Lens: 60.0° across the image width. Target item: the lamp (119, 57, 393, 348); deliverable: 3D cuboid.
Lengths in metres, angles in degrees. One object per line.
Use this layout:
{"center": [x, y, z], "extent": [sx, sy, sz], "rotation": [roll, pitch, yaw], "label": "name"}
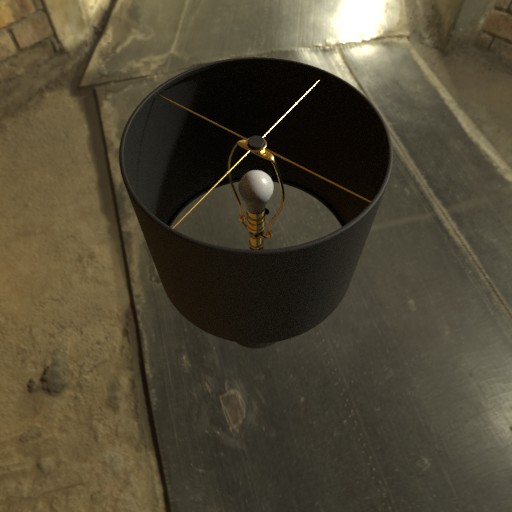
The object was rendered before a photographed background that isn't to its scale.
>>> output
{"center": [0.000, 0.000, 0.833], "extent": [0.359, 0.584, 0.359], "rotation": [31, 63, 18], "label": "lamp"}
